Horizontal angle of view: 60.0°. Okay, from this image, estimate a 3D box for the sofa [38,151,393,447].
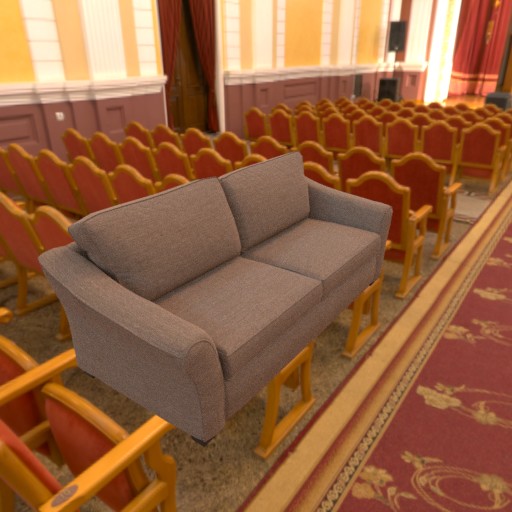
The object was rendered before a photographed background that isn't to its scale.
[{"bbox_3d":[0.000,0.000,2.790,0.980,0.965,2.270,17,30,32],"label":"sofa"}]
